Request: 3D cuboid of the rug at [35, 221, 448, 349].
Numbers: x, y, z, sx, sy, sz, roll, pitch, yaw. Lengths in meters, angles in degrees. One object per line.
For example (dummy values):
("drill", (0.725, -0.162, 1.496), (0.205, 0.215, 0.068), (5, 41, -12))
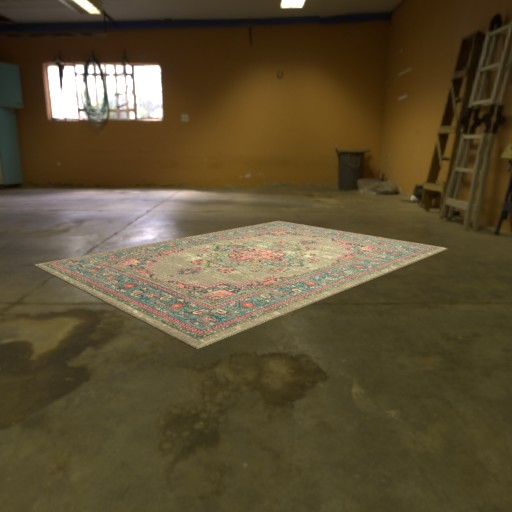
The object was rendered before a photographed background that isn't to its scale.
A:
("rug", (0.000, 0.000, 2.905), (1.609, 0.013, 2.214), (14, 20, 43))
